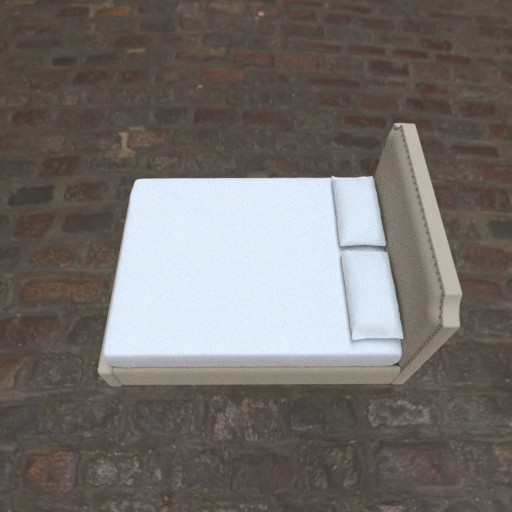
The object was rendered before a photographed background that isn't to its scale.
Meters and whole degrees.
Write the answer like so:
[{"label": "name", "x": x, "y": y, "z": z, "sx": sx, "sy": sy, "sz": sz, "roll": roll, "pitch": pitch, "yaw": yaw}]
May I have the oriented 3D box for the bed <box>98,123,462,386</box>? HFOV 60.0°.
[{"label": "bed", "x": 0.000, "y": 0.000, "z": 3.462, "sx": 2.329, "sy": 1.415, "sz": 1.703, "roll": 0, "pitch": 58, "yaw": 0}]
